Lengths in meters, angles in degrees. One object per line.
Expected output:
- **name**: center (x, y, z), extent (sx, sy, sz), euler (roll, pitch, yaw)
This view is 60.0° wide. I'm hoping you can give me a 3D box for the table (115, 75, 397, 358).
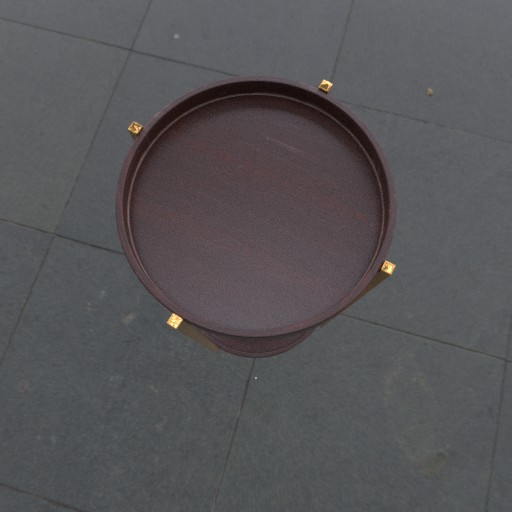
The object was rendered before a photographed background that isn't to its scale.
- **table**: center (0.000, 0.000, 0.874), extent (0.400, 0.610, 0.400), euler (30, 77, 8)
